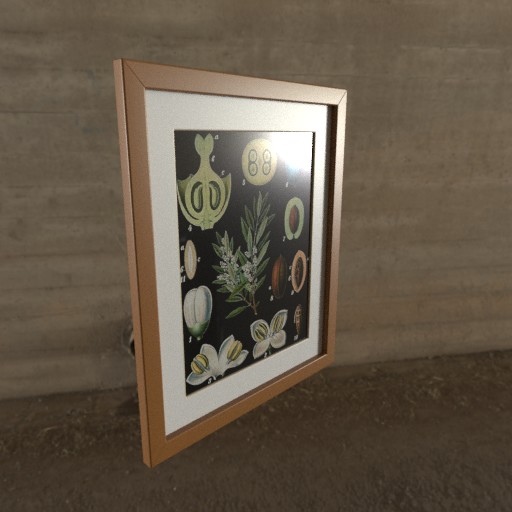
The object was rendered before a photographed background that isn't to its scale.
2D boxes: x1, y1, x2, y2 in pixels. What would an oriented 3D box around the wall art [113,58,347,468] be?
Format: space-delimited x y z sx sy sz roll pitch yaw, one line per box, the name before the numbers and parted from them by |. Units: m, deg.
wall art | 0.000 0.000 0.730 0.449 0.550 0.021 -14 20 -43
